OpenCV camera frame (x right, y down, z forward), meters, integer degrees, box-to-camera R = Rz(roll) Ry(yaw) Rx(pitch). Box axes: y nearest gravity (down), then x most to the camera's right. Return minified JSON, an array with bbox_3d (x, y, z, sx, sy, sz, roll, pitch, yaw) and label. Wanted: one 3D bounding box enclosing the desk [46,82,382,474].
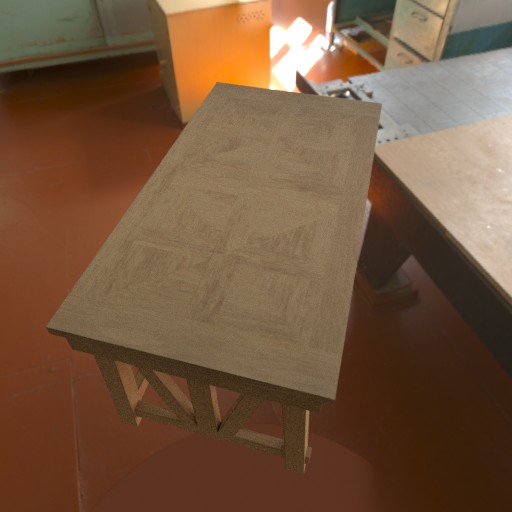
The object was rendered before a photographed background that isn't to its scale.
[{"bbox_3d":[0.000,0.000,1.936,0.813,0.762,1.499,11,49,10],"label":"desk"}]
